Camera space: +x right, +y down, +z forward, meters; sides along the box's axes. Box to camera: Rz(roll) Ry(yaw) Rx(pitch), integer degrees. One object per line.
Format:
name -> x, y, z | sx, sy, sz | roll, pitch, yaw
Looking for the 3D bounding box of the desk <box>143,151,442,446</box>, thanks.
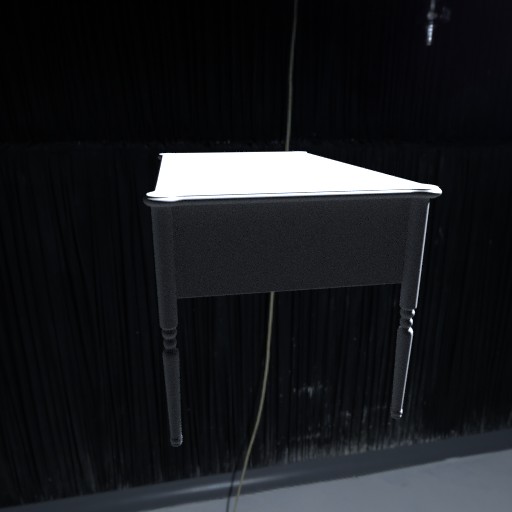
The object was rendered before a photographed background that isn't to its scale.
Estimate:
desk -> 0.000, 0.000, 1.887 | 0.807, 0.762, 1.380 | -3, 18, -10
